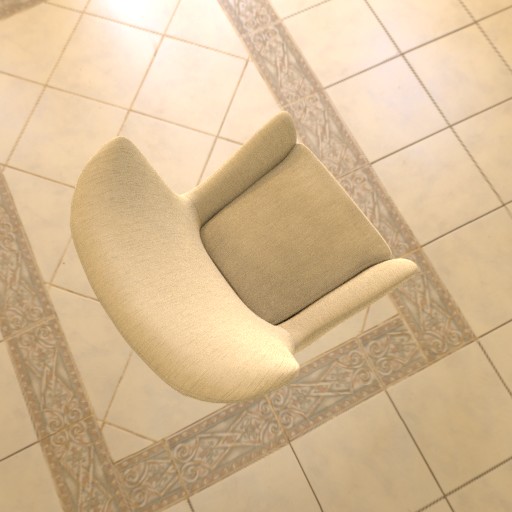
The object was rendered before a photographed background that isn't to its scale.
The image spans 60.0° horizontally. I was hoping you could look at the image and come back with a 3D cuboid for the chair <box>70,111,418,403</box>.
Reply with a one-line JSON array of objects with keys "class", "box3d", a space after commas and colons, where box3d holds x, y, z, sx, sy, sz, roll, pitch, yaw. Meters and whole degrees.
[{"class": "chair", "box3d": [0.000, 0.000, 1.598, 0.904, 1.000, 0.779, -35, 79, -8]}]
